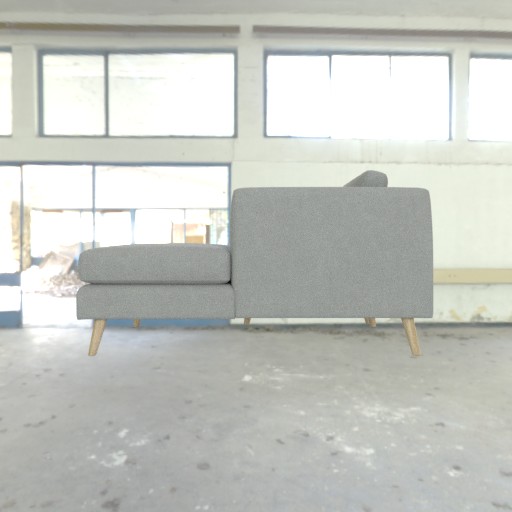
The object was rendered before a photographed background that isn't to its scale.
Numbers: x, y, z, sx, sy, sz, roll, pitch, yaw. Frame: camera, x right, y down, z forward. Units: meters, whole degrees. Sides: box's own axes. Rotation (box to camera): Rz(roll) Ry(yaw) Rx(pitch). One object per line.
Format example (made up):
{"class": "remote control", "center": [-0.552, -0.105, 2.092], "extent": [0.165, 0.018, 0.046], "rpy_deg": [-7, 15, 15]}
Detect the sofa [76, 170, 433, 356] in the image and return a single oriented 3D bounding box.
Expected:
{"class": "sofa", "center": [0.000, 0.000, 3.068], "extent": [1.580, 0.860, 2.300], "rpy_deg": [0, 1, 0]}
